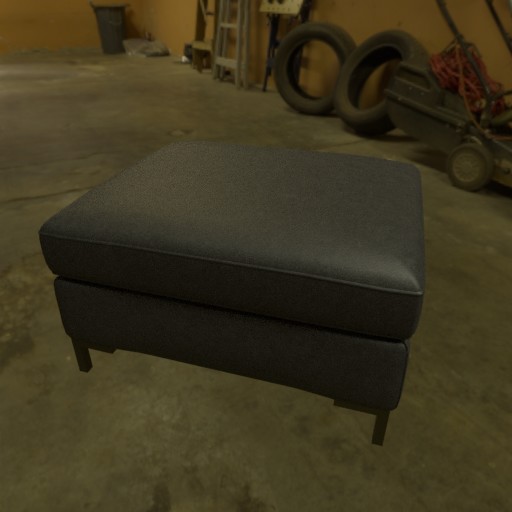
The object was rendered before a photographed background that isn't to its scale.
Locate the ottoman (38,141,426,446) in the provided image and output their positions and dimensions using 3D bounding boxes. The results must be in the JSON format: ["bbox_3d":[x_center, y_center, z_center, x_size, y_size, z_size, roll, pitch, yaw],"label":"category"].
[{"bbox_3d":[0.000,0.000,1.773,1.187,0.696,0.967,9,32,15],"label":"ottoman"}]
